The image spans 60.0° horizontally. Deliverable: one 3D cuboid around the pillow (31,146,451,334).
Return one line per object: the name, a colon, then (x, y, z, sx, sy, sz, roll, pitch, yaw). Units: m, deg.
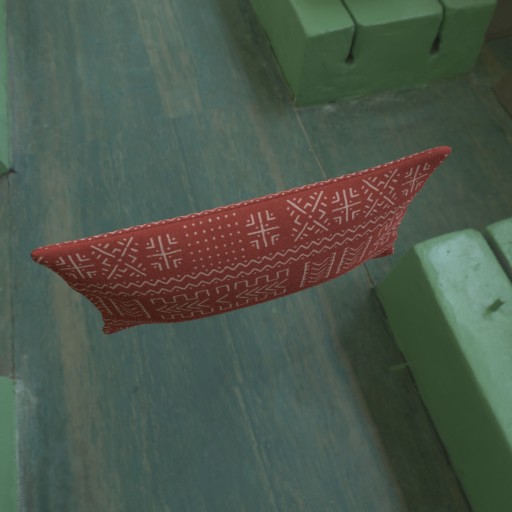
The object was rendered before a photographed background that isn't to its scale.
pillow: (0.000, 0.000, 0.785, 0.640, 0.352, 0.130, -15, 64, -8)
